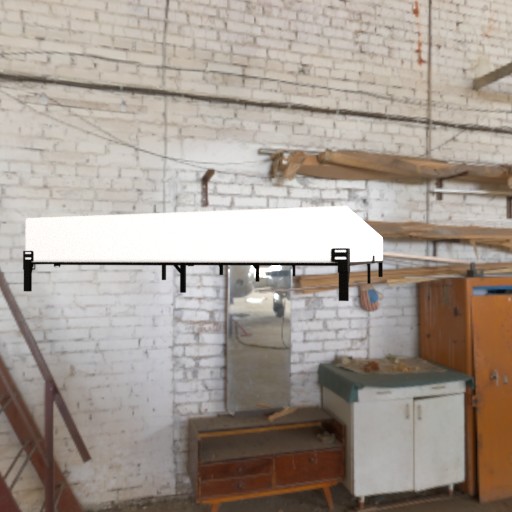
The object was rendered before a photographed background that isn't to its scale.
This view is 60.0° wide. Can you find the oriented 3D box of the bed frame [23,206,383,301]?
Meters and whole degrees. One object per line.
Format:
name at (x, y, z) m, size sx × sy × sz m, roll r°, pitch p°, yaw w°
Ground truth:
bed frame at (0.000, 0.000, 3.750) m, size 1.930 × 0.440 × 2.987 m, roll 0°, pitch 0°, yaw 19°
